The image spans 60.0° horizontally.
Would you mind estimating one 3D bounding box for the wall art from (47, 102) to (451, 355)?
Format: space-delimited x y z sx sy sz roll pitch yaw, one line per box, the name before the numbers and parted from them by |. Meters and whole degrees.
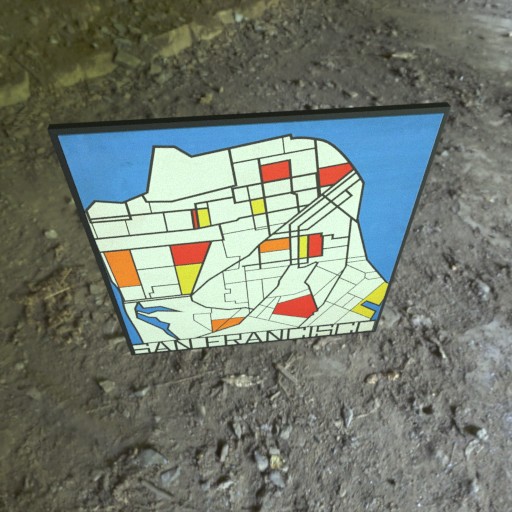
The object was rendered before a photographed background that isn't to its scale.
wall art | 0.000 0.000 0.667 0.458 0.457 0.013 -5 46 -5
